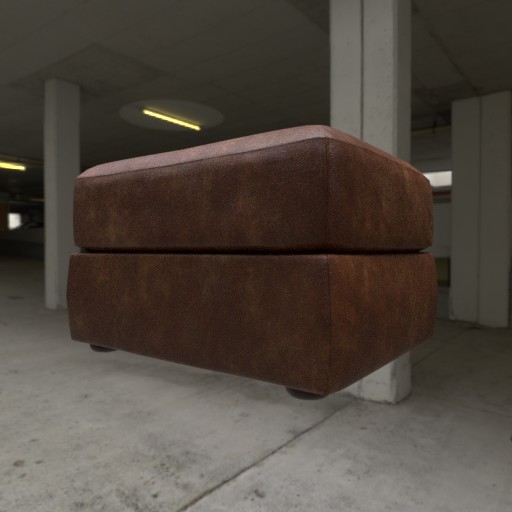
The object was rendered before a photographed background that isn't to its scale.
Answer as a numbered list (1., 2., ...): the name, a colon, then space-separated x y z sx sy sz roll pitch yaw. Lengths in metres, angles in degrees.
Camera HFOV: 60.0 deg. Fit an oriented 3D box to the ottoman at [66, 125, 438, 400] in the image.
1. ottoman: 0.000 0.000 1.110 0.751 0.476 0.603 1 1 37
